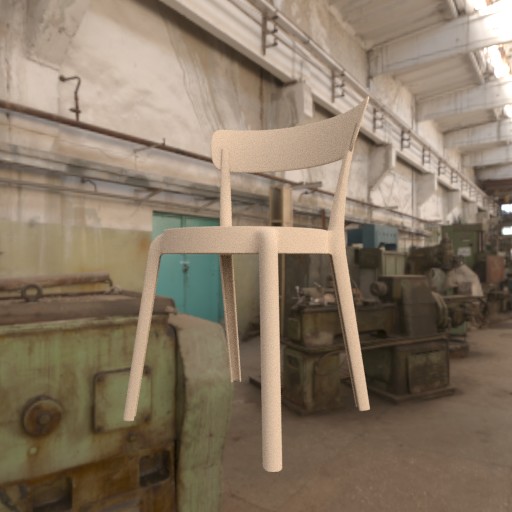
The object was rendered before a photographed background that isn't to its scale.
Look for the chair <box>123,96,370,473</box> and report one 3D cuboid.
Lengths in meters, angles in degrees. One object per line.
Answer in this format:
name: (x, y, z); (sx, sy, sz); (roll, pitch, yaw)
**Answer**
chair: (0.000, 0.000, 1.128); (0.506, 0.790, 0.491); (0, 0, 37)
